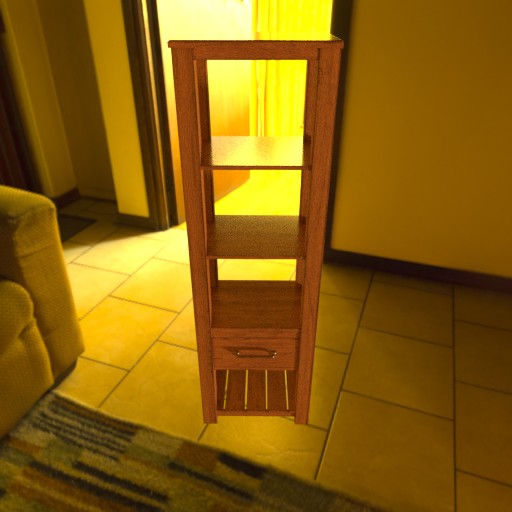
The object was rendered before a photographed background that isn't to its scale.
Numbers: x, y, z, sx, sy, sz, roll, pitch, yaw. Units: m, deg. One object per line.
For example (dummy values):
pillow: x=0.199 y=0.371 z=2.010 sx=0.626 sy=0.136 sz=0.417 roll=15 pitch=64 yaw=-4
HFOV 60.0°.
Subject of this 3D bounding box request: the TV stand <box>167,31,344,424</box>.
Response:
TV stand: x=0.000 y=0.000 z=2.047 sx=0.565 sy=1.828 sz=0.435 roll=0 pitch=30 yaw=1
